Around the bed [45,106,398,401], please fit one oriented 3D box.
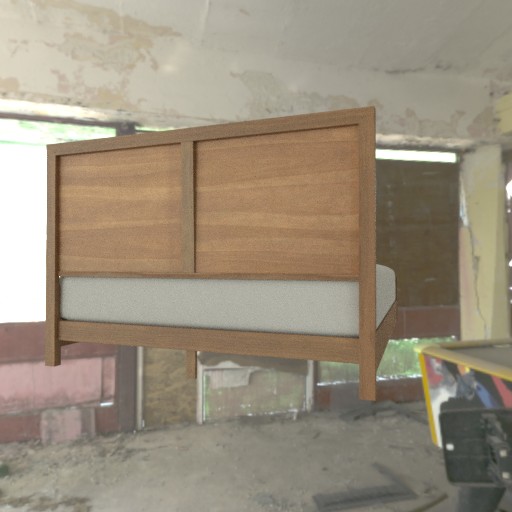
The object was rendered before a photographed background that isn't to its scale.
[{"bbox_3d":[0.000,0.000,3.455,2.003,1.387,2.184,0,-1,20],"label":"bed"}]
